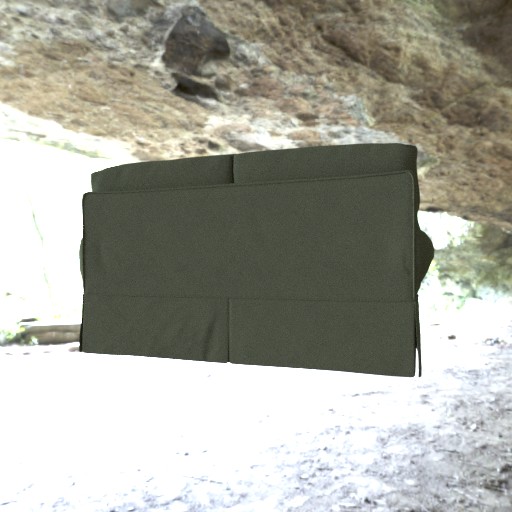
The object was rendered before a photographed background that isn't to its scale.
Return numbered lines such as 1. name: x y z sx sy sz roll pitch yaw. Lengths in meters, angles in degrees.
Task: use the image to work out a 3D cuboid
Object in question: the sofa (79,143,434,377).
1. sofa: 0.000 0.000 2.438 1.823 1.024 0.841 -1 -2 19
